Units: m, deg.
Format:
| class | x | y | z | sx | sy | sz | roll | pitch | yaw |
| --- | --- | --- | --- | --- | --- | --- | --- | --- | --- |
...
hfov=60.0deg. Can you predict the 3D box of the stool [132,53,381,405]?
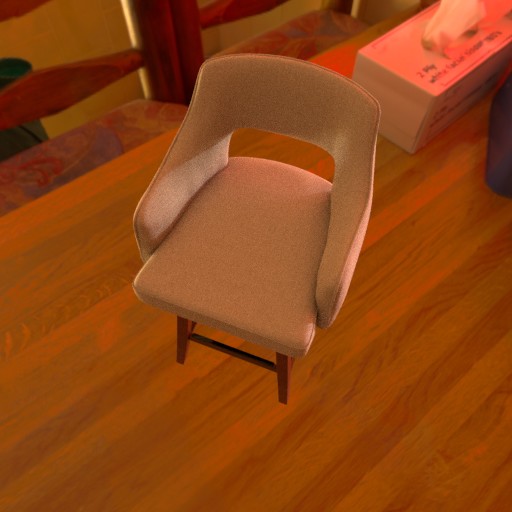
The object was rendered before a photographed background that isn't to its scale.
| class | x | y | z | sx | sy | sz | roll | pitch | yaw |
| --- | --- | --- | --- | --- | --- | --- | --- | --- | --- |
| stool | 0.000 | 0.000 | 1.298 | 0.550 | 0.936 | 0.560 | 18 | 60 | 11 |
